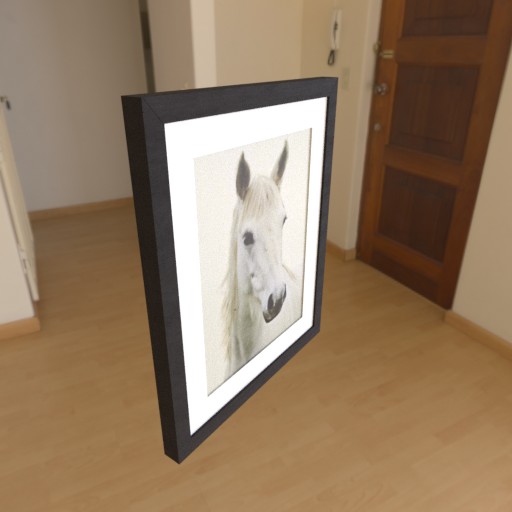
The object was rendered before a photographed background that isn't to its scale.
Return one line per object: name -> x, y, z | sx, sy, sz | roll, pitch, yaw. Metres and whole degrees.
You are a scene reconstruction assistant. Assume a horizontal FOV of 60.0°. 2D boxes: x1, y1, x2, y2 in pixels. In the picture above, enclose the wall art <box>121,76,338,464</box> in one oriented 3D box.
wall art -> 0.000, 0.000, 0.762 | 0.034, 0.552, 0.455 | 17, 30, 33
